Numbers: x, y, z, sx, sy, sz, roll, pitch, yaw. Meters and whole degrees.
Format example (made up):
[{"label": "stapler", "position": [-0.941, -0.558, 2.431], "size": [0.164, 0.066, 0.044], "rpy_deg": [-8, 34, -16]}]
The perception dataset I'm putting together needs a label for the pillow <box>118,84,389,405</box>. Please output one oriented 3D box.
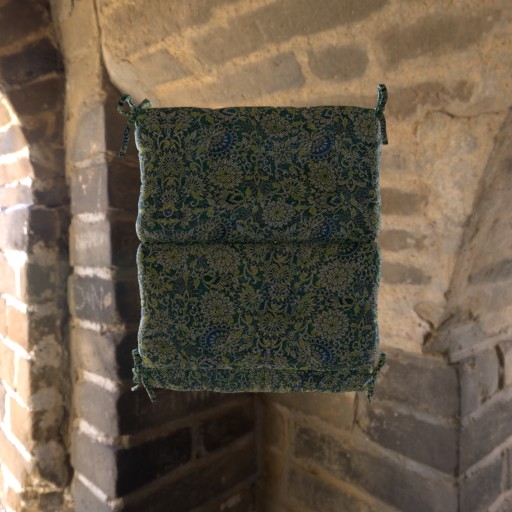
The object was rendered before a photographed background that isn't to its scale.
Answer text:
[{"label": "pillow", "position": [0.000, 0.000, 1.050], "size": [0.519, 0.605, 0.571], "rpy_deg": [0, -1, 1]}]
